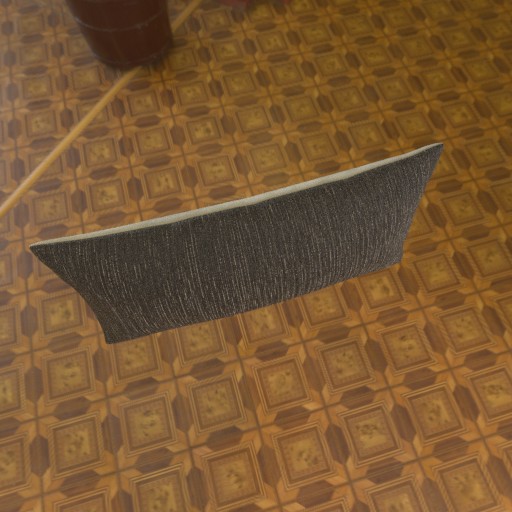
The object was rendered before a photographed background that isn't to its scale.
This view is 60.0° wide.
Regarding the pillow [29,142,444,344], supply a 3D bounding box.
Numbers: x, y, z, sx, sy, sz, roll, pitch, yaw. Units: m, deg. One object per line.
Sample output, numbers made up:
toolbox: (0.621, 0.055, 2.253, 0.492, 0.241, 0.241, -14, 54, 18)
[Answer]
pillow: (0.000, 0.000, 0.746, 0.608, 0.305, 0.156, -15, 65, -7)
